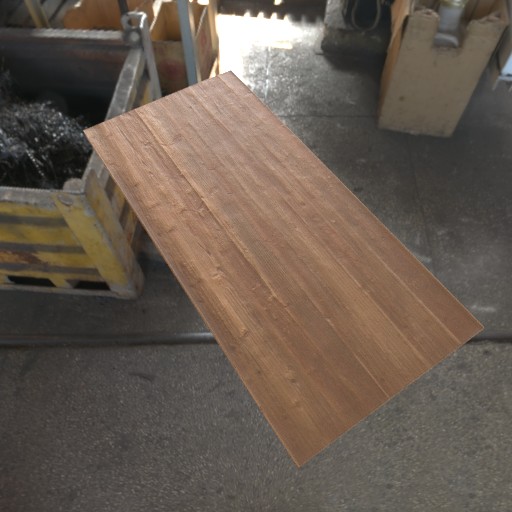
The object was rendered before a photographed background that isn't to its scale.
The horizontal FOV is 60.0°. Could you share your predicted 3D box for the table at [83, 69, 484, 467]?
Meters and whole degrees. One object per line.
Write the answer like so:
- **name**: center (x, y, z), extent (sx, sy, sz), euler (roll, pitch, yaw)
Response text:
- **table**: center (0.000, 0.000, 2.459), extent (0.952, 0.760, 2.003), euler (-29, 63, -16)
